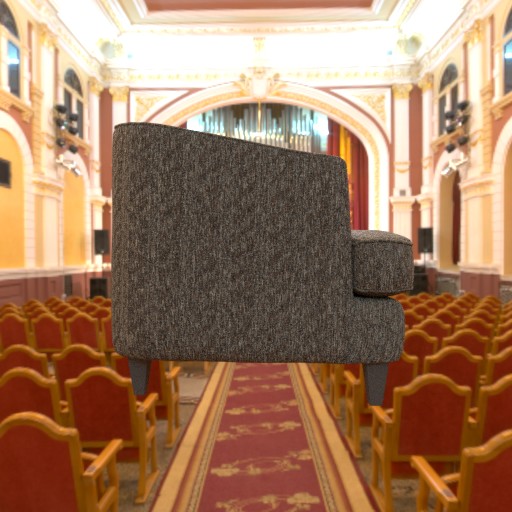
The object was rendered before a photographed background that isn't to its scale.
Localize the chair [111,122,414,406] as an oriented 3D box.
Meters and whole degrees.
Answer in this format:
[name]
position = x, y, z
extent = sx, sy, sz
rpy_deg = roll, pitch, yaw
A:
[chair]
position = 0.000, 0.000, 1.755
extent = 0.941, 0.852, 1.104
rpy_deg = 0, 0, 1
